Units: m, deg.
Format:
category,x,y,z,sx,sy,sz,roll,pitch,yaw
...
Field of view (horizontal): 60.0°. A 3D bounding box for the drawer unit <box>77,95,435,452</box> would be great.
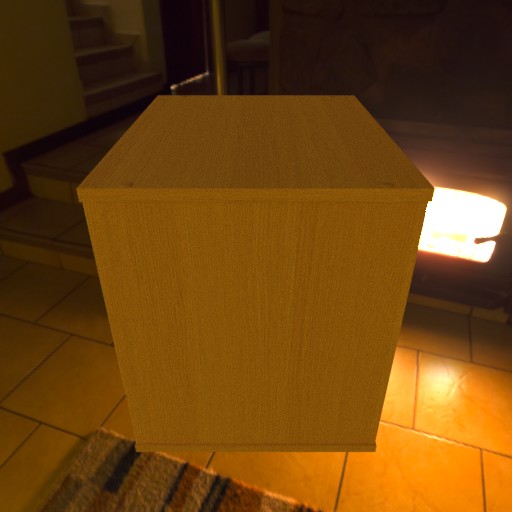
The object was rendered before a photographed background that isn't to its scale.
category,x,y,z,sx,sy,sz,roll,pitch,yaw
drawer unit,0.000,0.000,0.596,0.290,0.344,0.349,0,32,0
